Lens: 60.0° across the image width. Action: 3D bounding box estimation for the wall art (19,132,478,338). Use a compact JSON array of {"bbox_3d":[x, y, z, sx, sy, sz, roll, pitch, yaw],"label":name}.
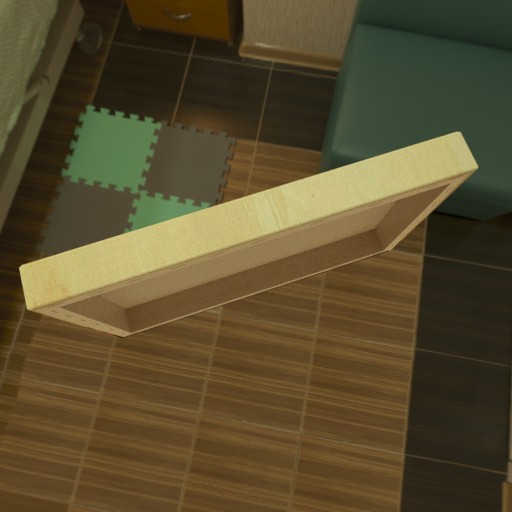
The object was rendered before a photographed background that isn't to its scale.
[{"bbox_3d":[0.000,0.000,0.482,0.383,0.251,0.037,-18,75,-5],"label":"wall art"}]
